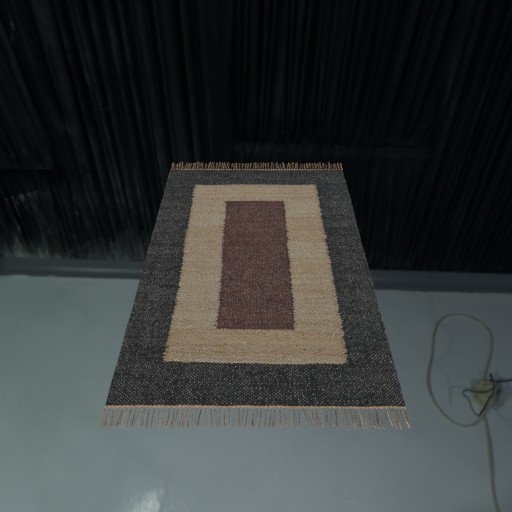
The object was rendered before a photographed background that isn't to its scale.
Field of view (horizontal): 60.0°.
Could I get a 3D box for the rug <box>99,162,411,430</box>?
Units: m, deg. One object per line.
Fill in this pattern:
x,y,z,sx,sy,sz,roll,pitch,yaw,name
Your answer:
0.000,0.000,2.472,1.224,0.027,2.021,0,42,0,rug
